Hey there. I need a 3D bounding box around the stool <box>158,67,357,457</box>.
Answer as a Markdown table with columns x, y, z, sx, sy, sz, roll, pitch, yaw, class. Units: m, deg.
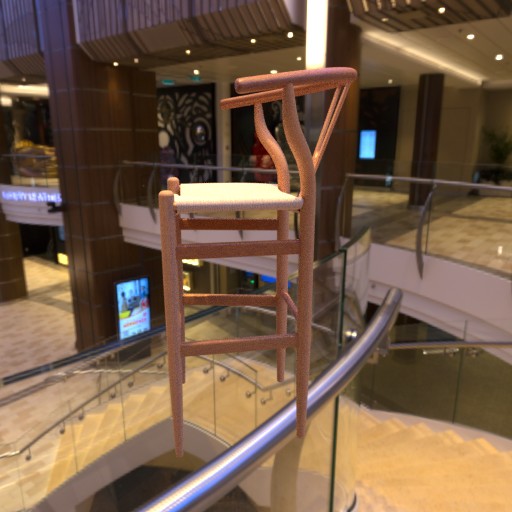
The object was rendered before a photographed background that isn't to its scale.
| x | y | z | sx | sy | sz | roll | pitch | yaw | class |
| --- | --- | --- | --- | --- | --- | --- | --- | --- | --- |
| 0.000 | 0.000 | 1.368 | 0.561 | 1.068 | 0.574 | -2 | 15 | -8 | stool |
